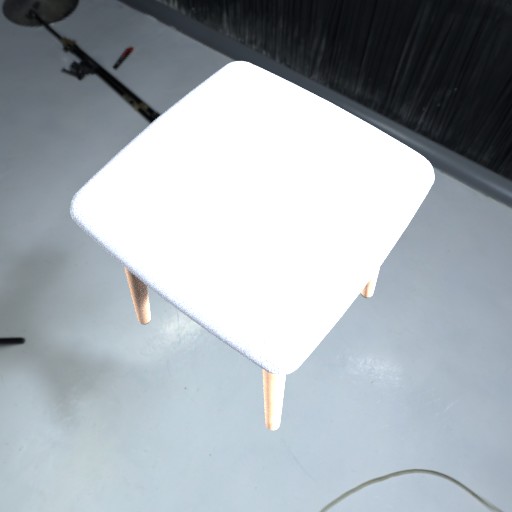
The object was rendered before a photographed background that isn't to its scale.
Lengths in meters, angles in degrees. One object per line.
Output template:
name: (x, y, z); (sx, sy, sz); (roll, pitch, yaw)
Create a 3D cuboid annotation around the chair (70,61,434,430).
chair: (0.000, 0.000, 0.704); (0.350, 0.440, 0.350); (35, 68, 17)
